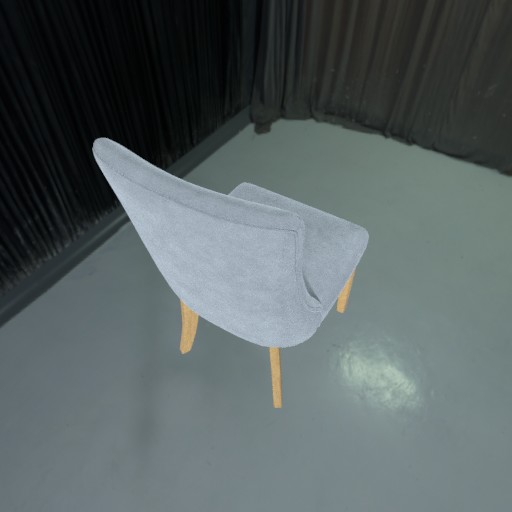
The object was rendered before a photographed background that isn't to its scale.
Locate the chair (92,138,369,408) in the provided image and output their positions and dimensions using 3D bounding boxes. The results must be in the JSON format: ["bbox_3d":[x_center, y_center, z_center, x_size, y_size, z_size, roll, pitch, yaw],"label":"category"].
[{"bbox_3d":[0.000,0.000,1.280,0.495,0.902,0.610,24,52,20],"label":"chair"}]
